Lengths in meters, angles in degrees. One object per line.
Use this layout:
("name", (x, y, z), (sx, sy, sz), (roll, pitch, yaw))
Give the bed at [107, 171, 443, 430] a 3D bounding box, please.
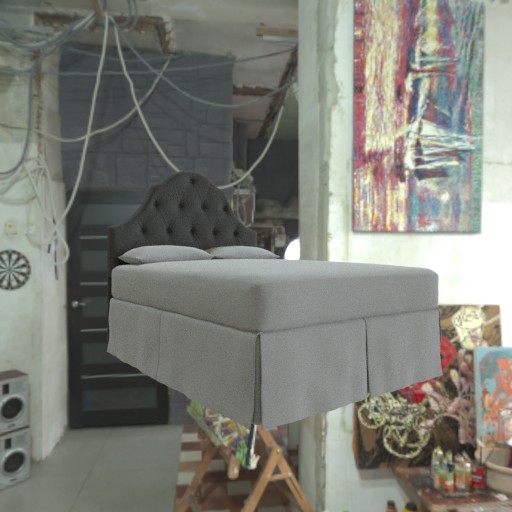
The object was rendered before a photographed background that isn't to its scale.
("bed", (0.000, 0.000, 3.325), (1.636, 1.575, 2.155), (0, 1, -37))
